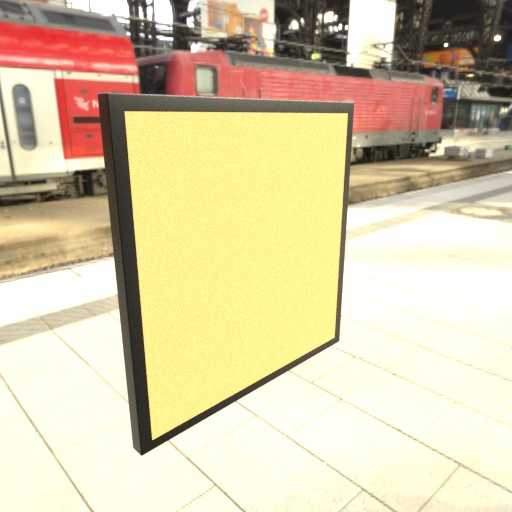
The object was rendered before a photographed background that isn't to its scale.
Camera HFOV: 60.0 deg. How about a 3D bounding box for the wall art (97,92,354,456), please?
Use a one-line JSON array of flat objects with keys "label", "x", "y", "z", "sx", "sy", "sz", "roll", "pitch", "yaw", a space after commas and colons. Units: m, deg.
[{"label": "wall art", "x": 0.000, "y": 0.000, "z": 1.139, "sx": 0.755, "sy": 0.761, "sz": 0.038, "roll": -16, "pitch": 24, "yaw": -42}]
